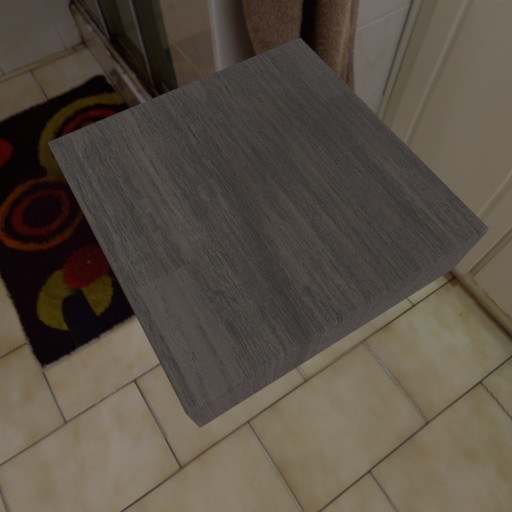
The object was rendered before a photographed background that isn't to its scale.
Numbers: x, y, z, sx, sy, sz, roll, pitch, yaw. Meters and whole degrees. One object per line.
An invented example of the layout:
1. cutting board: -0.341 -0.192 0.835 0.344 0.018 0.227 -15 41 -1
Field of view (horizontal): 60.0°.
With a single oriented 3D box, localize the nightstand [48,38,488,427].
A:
1. nightstand: 0.000 0.000 0.912 0.503 0.497 0.502 -28 66 -14
